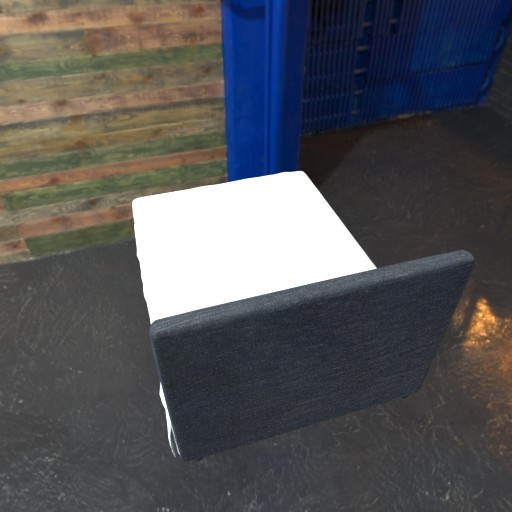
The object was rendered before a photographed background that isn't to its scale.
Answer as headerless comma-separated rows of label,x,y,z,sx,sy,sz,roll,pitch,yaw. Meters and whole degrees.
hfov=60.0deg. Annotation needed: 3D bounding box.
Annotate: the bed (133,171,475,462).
bed,0.000,0.000,3.228,1.723,1.330,2.142,-12,43,-13
